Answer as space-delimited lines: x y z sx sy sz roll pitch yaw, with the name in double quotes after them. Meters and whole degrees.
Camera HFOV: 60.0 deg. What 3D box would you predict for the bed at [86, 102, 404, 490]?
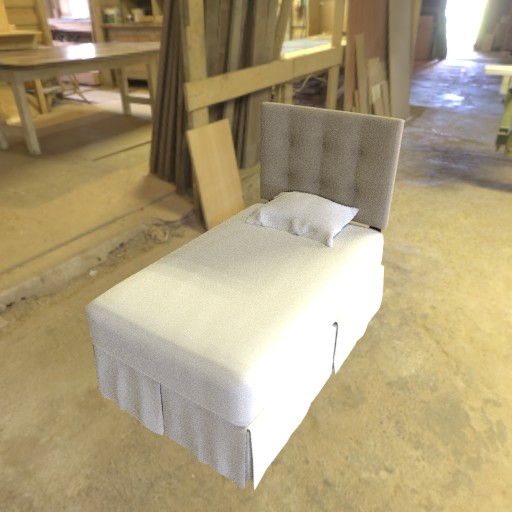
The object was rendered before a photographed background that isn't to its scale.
0.000 0.000 2.957 1.261 1.571 1.997 18 34 29 "bed"
